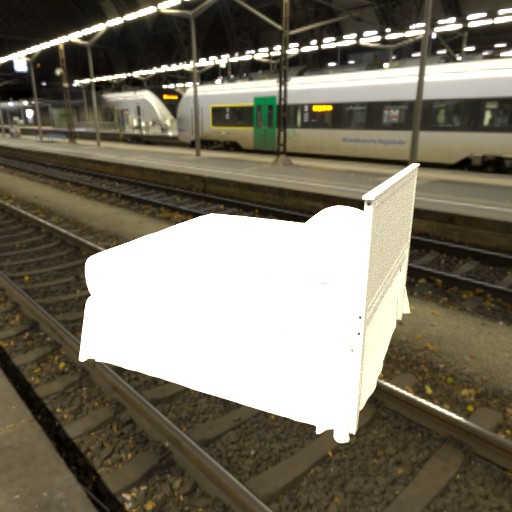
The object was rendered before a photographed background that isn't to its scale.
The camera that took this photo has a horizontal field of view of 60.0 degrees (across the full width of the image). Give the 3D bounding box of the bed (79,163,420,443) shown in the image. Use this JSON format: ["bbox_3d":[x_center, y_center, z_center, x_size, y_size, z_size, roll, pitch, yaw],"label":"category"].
[{"bbox_3d":[0.000,0.000,3.251,2.047,1.269,1.876,8,19,25],"label":"bed"}]
